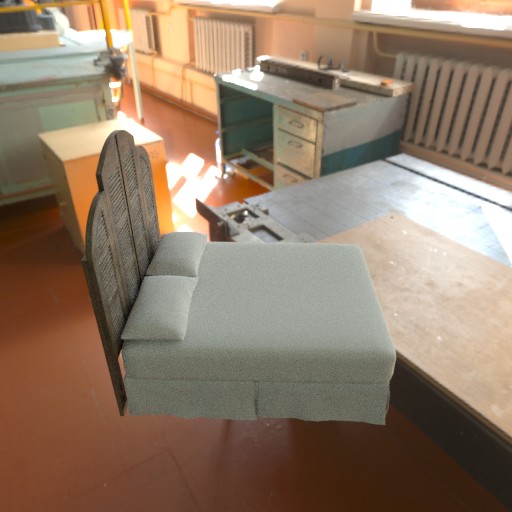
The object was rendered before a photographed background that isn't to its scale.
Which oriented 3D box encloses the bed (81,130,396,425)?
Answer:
[{"bbox_3d":[0.000,0.000,3.639,2.138,2.019,1.713,1,33,1],"label":"bed"}]
